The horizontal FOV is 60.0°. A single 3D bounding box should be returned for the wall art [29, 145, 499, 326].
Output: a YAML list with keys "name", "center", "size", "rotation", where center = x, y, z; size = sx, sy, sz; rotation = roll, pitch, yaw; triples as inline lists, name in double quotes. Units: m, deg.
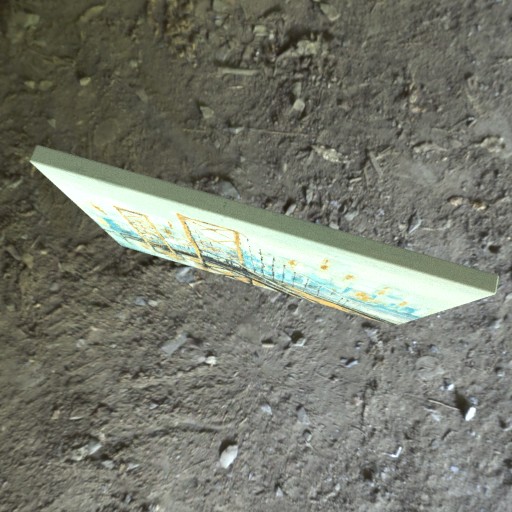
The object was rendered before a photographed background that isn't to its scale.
- name: "wall art"
  center: [0.000, 0.000, 1.128]
  size: [0.913, 0.609, 0.038]
  rotation: [16, 76, 4]
